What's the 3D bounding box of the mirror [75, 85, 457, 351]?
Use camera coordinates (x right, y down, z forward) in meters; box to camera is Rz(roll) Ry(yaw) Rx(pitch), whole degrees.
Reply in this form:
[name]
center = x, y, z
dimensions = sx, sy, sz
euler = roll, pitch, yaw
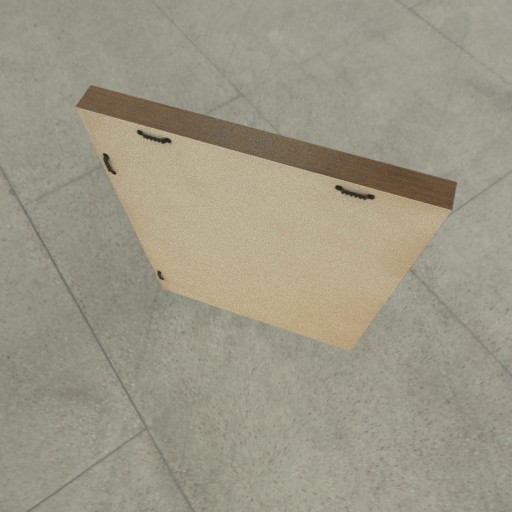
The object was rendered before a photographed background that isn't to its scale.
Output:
[mirror]
center = 0.000, 0.000, 0.684
dimensions = 0.406, 0.509, 0.041
euler = 17, 64, 9
